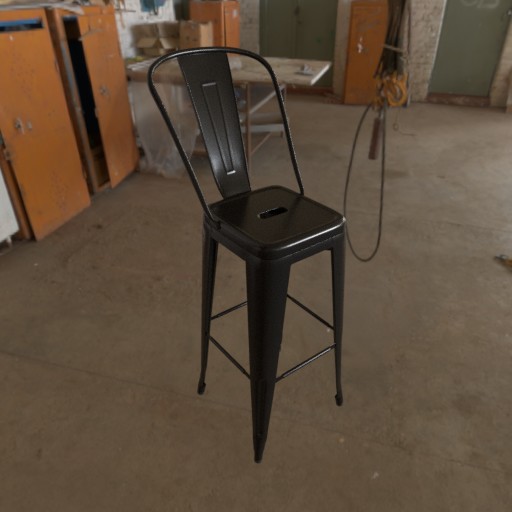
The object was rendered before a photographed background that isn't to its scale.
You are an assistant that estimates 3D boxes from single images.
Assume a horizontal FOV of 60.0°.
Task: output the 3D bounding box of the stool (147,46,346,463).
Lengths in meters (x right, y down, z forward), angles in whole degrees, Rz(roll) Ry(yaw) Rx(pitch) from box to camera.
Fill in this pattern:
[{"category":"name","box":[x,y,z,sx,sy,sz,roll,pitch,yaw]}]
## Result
[{"category":"stool","box":[0.000,0.000,1.326,0.399,1.096,0.513,-21,37,-31]}]
